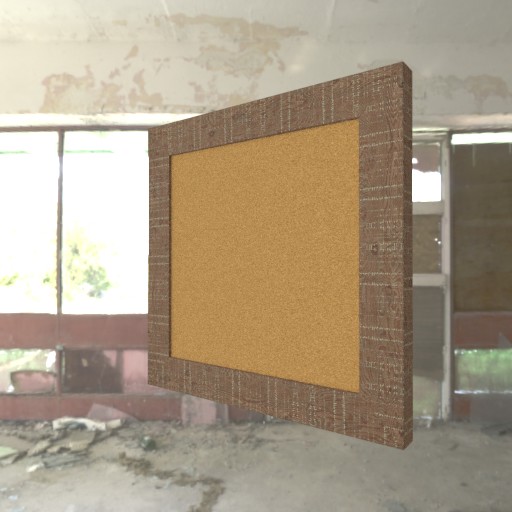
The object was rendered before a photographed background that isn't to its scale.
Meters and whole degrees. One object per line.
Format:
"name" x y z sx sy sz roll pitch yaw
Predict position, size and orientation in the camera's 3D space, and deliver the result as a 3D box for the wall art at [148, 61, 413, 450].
"wall art" 0.000 0.000 0.779 0.531 0.531 0.040 0 0 37
